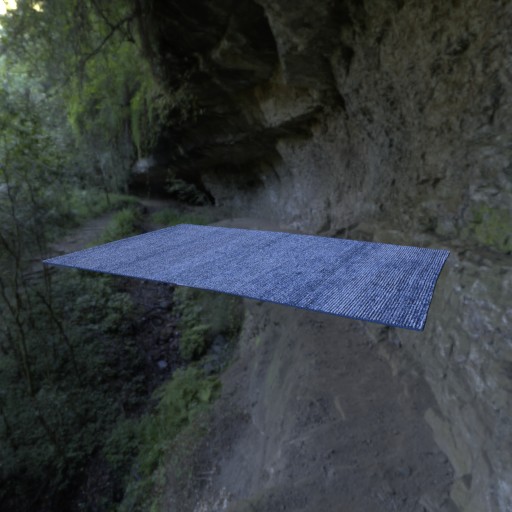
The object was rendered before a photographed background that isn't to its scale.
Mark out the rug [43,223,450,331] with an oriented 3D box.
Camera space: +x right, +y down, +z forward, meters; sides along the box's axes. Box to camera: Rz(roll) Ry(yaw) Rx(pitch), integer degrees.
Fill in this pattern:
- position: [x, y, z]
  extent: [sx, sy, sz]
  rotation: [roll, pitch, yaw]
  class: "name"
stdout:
- position: [0.000, 0.000, 2.296]
  extent: [1.793, 0.025, 1.159]
  rotation: [7, 16, 27]
  class: "rug"
